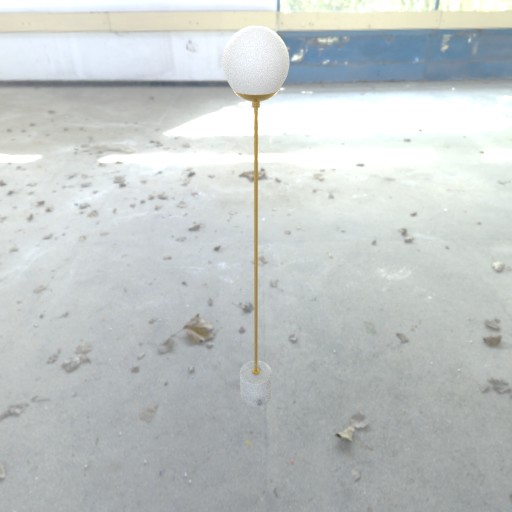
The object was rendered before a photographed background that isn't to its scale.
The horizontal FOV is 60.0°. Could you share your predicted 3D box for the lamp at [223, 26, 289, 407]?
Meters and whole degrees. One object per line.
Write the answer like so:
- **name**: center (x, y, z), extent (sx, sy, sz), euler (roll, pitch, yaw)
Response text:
- **lamp**: center (0.000, 0.000, 1.895), extent (0.224, 1.753, 0.224), euler (1, 32, 1)
